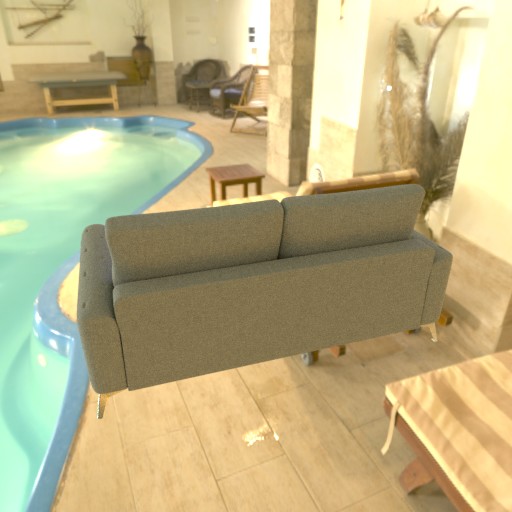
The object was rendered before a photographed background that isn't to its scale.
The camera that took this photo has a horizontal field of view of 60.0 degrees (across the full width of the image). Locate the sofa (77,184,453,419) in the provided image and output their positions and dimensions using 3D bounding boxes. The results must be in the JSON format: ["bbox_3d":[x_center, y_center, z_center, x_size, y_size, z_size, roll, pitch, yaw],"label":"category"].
[{"bbox_3d":[0.000,0.000,2.212,1.650,0.790,0.920,-8,28,-16],"label":"sofa"}]
